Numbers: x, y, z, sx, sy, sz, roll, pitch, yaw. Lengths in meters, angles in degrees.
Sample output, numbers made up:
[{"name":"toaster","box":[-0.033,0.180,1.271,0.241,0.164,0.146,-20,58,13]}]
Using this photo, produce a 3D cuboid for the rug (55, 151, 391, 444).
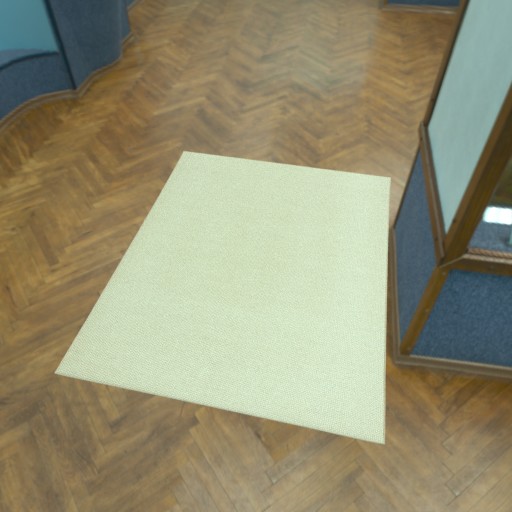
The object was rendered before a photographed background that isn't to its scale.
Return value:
[{"name":"rug","box":[0.000,0.000,4.172,2.462,0.018,3.039,9,47,8]}]
